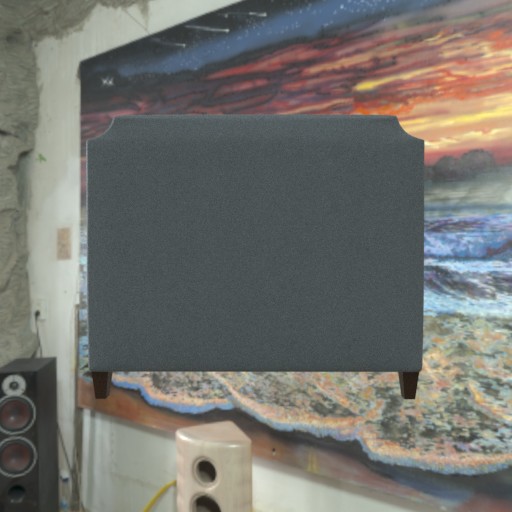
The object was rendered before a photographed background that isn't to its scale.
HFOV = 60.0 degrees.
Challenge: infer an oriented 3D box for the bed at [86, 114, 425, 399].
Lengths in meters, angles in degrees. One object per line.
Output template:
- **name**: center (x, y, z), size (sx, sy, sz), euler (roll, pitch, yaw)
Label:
- **bed**: center (0.000, 0.000, 3.377), size (1.712, 1.443, 2.372), euler (0, 0, 0)
